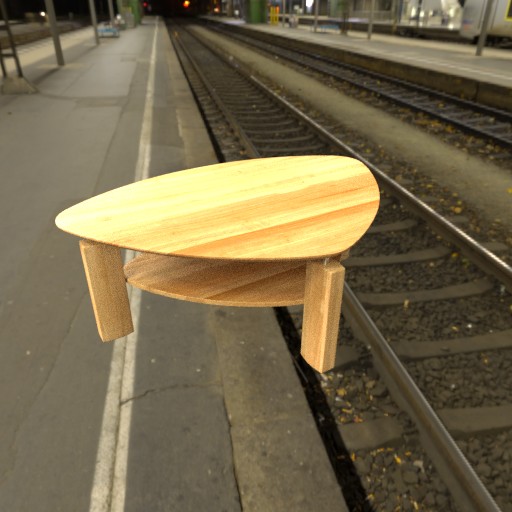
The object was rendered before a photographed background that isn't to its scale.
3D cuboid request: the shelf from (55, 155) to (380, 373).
[{"bbox_3d":[0.000,0.000,1.633,1.240,0.439,0.863,-17,34,-28],"label":"shelf"}]
